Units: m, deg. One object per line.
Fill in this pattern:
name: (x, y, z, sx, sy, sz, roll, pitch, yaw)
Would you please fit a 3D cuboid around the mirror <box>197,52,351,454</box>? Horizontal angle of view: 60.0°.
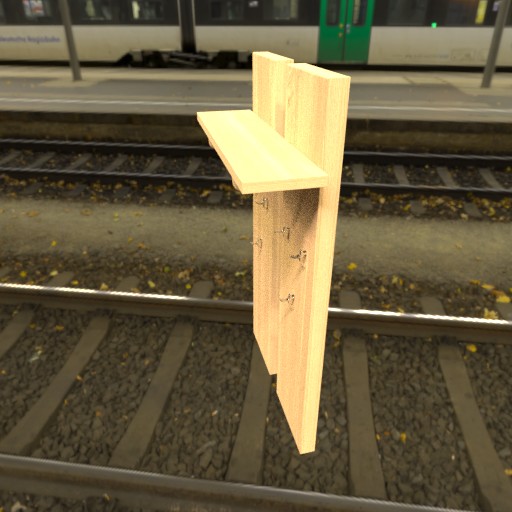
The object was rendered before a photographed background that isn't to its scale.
mirror: (0.000, 0.000, 1.556, 0.260, 1.250, 0.800, -7, 30, -12)
